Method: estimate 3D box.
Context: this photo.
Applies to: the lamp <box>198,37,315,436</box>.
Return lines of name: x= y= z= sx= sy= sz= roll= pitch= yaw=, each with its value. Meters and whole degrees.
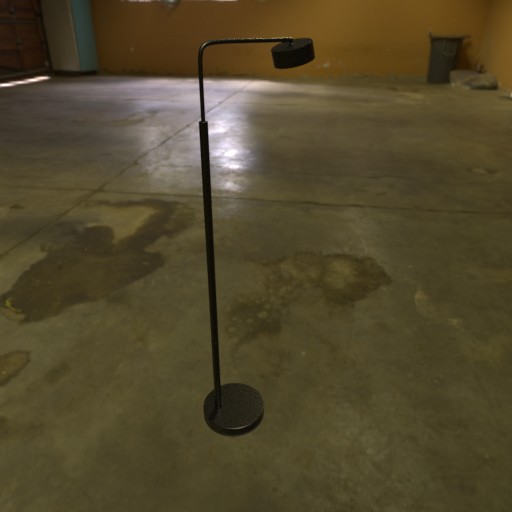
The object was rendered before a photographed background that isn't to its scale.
lamp: x=0.000 y=0.000 z=1.394 sx=0.418 sy=1.230 sz=0.219 roll=-18 pitch=33 yaw=-31
